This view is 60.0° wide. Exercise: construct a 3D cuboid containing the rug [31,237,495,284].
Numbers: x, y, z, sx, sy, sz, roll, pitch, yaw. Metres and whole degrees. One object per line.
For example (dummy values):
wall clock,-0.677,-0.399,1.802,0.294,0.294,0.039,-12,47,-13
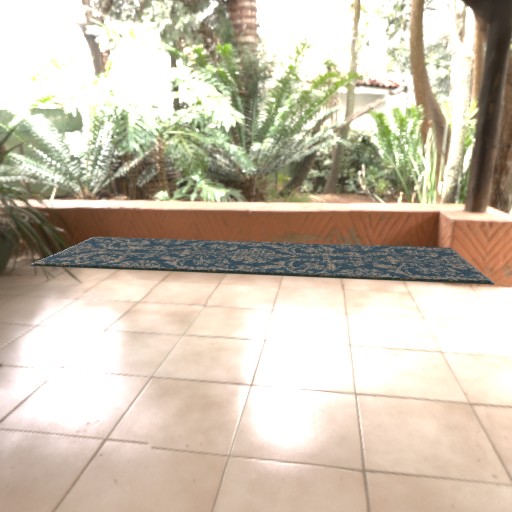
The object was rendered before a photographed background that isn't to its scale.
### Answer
rug,0.000,0.000,2.393,2.196,0.011,0.662,2,15,8
